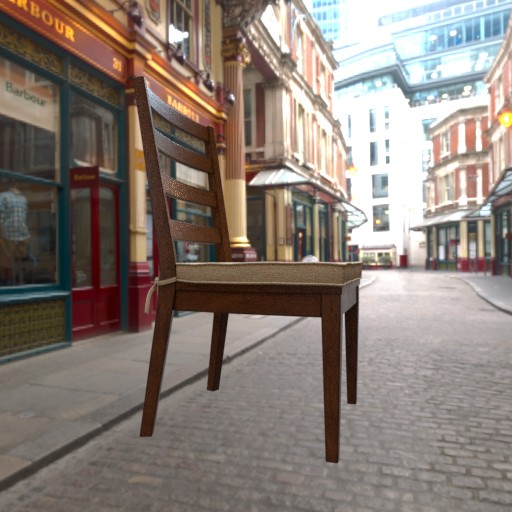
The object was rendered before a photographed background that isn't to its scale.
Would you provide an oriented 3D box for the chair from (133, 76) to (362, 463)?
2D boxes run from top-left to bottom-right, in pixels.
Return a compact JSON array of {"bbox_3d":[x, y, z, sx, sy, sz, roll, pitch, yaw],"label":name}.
[{"bbox_3d":[0.000,0.000,1.355,0.595,0.979,0.593,0,-1,18],"label":"chair"}]
